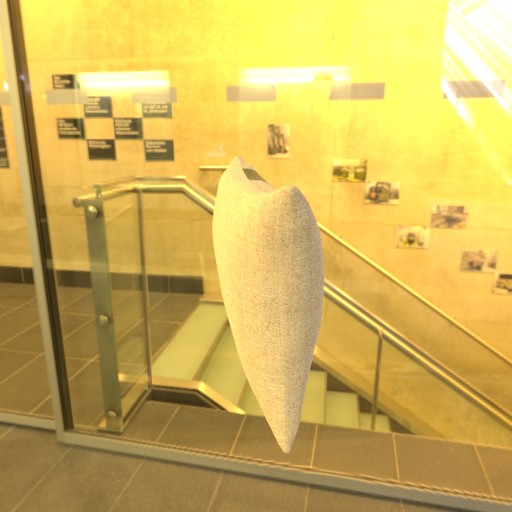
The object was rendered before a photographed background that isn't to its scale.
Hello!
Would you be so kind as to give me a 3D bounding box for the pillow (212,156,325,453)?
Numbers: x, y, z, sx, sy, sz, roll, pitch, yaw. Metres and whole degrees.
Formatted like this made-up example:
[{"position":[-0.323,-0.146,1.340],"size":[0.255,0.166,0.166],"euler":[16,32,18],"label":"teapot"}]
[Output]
[{"position":[0.000,0.000,1.052],"size":[0.197,0.429,0.859],"euler":[-2,16,-7],"label":"pillow"}]
